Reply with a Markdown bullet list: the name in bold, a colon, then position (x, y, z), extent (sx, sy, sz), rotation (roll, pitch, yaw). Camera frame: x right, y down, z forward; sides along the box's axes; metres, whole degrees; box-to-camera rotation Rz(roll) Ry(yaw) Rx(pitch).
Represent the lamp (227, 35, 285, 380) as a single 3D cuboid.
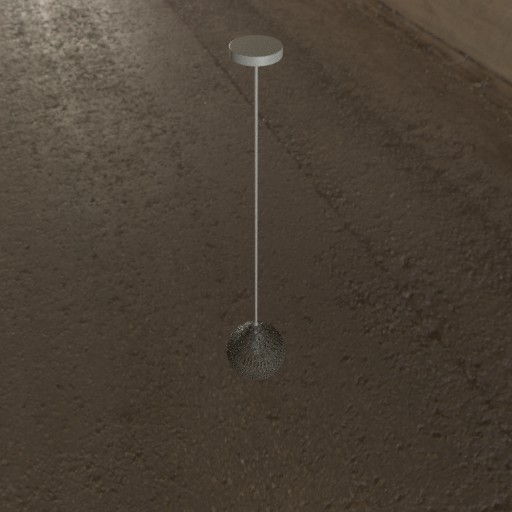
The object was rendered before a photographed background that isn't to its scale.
- **lamp**: position (0.000, 0.000, 2.078), extent (0.355, 1.919, 0.355), rotation (24, 51, 21)
